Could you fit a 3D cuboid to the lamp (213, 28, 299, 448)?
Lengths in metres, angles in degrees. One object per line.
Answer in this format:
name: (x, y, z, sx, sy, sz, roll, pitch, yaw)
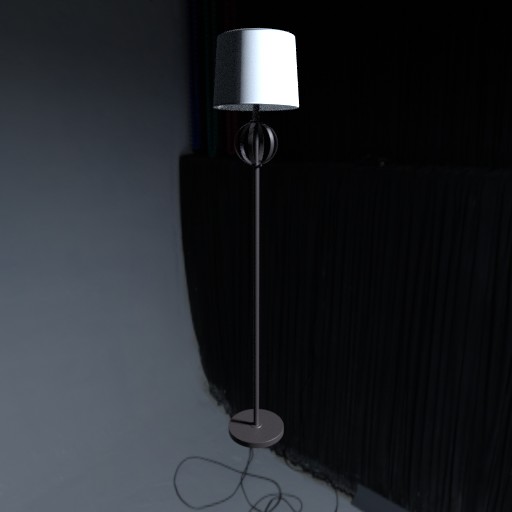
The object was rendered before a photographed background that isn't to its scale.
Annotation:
lamp: (0.000, 0.000, 1.623, 0.286, 1.462, 0.286, 13, 19, 42)
